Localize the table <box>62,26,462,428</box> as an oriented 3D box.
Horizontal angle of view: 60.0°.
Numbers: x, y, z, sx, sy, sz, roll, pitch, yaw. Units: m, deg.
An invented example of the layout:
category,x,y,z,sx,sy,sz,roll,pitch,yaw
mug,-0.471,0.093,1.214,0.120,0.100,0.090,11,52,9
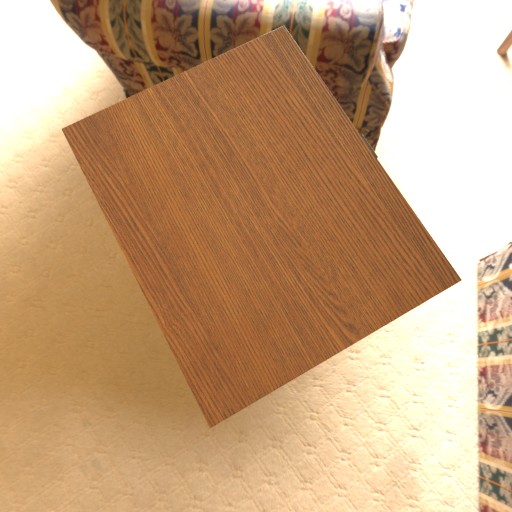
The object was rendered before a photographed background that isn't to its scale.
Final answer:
category,x,y,z,sx,sy,sz,roll,pitch,yaw
table,0.000,0.000,0.927,0.400,0.610,0.482,-28,76,-8
